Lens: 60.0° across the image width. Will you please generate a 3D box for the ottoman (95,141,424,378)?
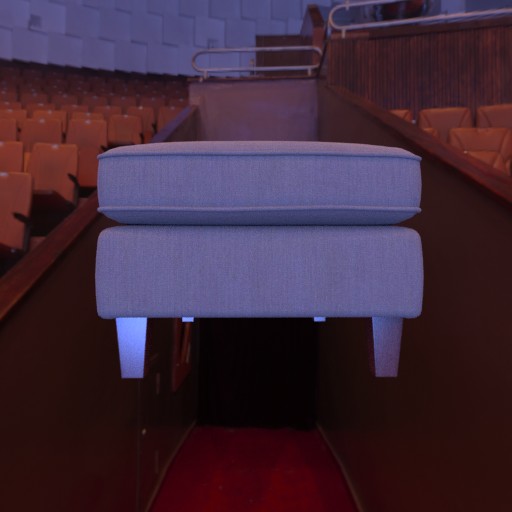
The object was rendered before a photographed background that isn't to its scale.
[{"bbox_3d":[0.000,0.000,1.276,0.636,0.480,0.941,0,-1,-1],"label":"ottoman"}]
